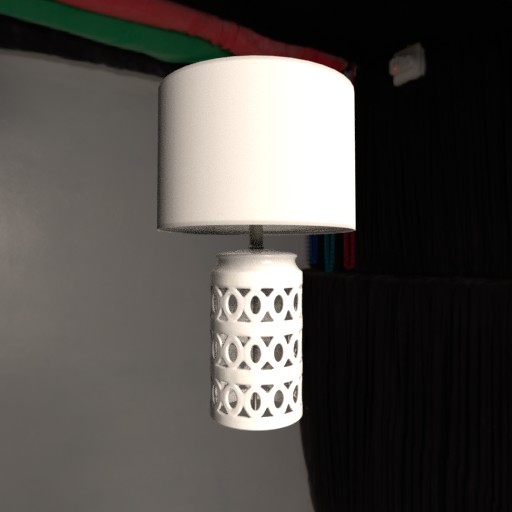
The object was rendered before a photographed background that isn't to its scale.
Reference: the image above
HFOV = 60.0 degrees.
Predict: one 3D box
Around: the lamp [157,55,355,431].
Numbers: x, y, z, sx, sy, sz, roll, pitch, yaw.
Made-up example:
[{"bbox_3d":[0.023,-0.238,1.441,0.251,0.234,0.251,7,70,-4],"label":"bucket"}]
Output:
[{"bbox_3d":[0.000,0.000,0.708,0.310,0.502,0.310,0,0,0],"label":"lamp"}]
